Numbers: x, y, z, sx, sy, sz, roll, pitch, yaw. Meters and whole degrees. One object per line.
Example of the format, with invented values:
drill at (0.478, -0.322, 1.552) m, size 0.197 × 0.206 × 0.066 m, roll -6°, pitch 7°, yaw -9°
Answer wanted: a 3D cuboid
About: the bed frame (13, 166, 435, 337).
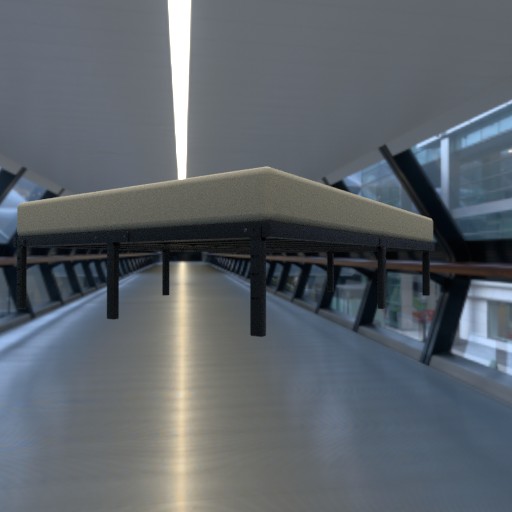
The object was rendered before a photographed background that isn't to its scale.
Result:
bed frame at (0.000, 0.000, 3.360) m, size 1.990 × 0.680 × 2.635 m, roll -1°, pitch -1°, yaw 35°
